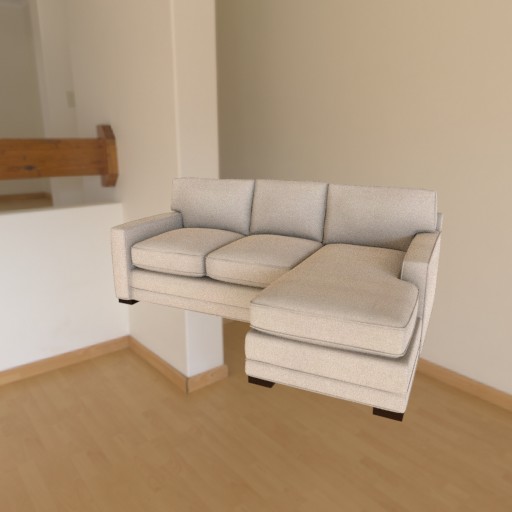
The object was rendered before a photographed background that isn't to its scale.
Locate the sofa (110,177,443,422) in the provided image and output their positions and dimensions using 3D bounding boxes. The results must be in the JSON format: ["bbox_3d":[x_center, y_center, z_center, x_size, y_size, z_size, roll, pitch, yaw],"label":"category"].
[{"bbox_3d":[0.000,0.000,2.815,2.087,0.861,1.496,7,16,25],"label":"sofa"}]
